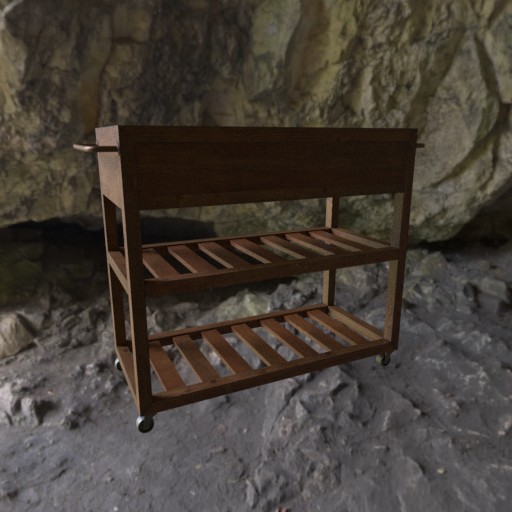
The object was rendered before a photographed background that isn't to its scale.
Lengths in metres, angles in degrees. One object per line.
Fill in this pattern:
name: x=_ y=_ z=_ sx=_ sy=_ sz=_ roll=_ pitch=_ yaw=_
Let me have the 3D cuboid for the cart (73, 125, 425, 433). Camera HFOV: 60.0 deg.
cart: x=0.000 y=0.000 z=1.500 sx=1.065 sy=0.830 sz=0.445 roll=-7 pitch=17 yaw=-25
